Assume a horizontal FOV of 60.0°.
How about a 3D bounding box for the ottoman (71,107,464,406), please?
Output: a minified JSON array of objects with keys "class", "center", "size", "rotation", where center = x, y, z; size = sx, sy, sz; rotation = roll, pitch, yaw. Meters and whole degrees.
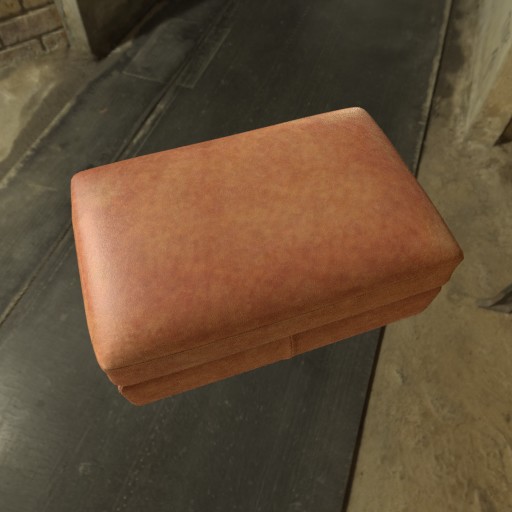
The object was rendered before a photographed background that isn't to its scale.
[{"class":"ottoman","center":[0.000,0.000,1.215],"size":[0.852,0.507,0.565],"rotation":[-16,60,-10]}]
